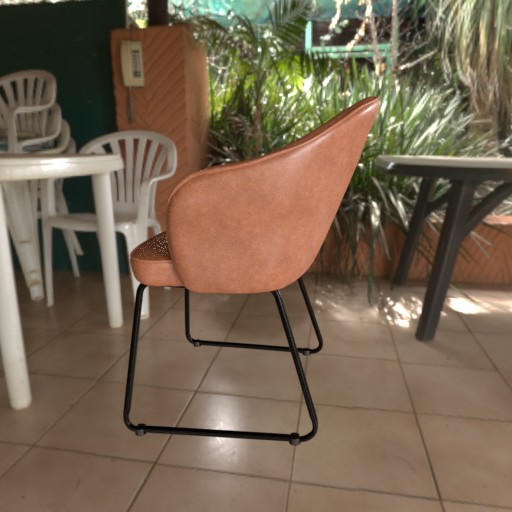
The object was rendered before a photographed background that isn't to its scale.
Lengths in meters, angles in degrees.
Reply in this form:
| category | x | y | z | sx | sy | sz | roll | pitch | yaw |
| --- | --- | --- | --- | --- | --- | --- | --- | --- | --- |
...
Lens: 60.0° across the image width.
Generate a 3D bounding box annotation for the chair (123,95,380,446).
| category | x | y | z | sx | sy | sz | roll | pitch | yaw |
| --- | --- | --- | --- | --- | --- | --- | --- | --- | --- |
| chair | 0.000 | 0.000 | 1.173 | 0.580 | 0.785 | 0.582 | 2 | 15 | 8 |
